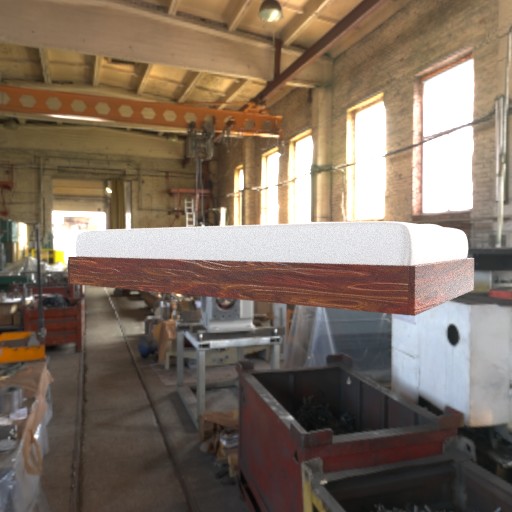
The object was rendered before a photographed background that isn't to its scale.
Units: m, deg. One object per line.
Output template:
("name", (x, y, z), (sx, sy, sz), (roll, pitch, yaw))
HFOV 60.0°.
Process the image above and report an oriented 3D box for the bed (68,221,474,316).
("bed", (0.000, 0.000, 2.256), (1.860, 0.312, 0.940), (1, 2, 36))
